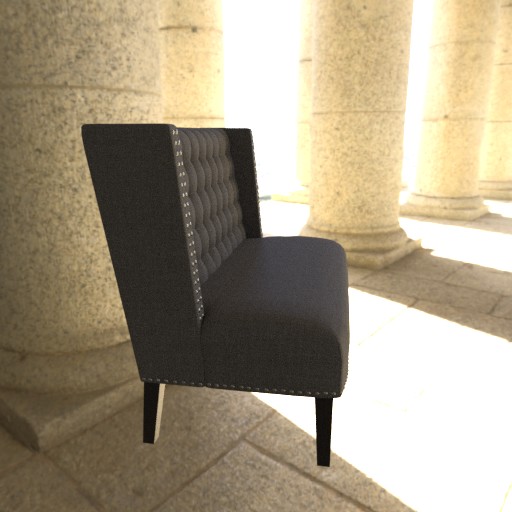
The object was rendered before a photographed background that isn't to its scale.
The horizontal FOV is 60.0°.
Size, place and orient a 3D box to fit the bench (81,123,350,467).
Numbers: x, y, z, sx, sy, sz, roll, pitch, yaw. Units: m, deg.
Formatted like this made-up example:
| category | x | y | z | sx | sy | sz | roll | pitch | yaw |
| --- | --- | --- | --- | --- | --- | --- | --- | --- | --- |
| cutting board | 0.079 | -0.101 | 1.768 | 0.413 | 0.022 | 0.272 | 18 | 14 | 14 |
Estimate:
| category | x | y | z | sx | sy | sz | roll | pitch | yaw |
| --- | --- | --- | --- | --- | --- | --- | --- | --- | --- |
| bench | 0.000 | 0.000 | 1.994 | 0.842 | 1.121 | 1.276 | 3 | 16 | 10 |
